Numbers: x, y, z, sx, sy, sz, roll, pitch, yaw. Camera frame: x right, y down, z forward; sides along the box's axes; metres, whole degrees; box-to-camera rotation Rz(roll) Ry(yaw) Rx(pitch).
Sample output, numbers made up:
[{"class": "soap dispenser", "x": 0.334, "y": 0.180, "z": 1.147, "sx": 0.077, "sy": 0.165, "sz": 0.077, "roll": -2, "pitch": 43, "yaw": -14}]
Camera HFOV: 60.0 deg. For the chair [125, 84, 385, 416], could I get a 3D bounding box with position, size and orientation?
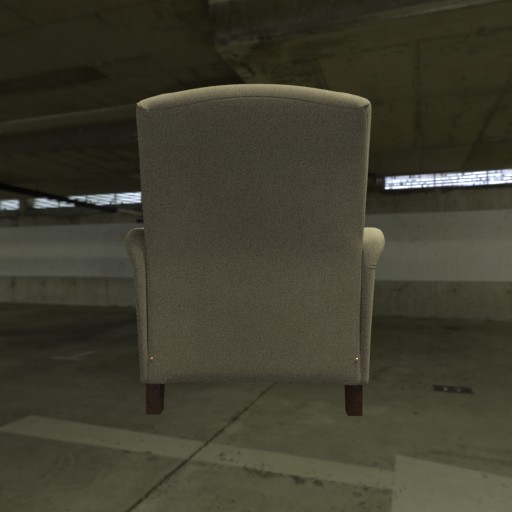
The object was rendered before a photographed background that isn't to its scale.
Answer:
[{"class": "chair", "x": 0.000, "y": 0.000, "z": 1.797, "sx": 0.978, "sy": 1.061, "sz": 0.905, "roll": 0, "pitch": -1, "yaw": 1}]
